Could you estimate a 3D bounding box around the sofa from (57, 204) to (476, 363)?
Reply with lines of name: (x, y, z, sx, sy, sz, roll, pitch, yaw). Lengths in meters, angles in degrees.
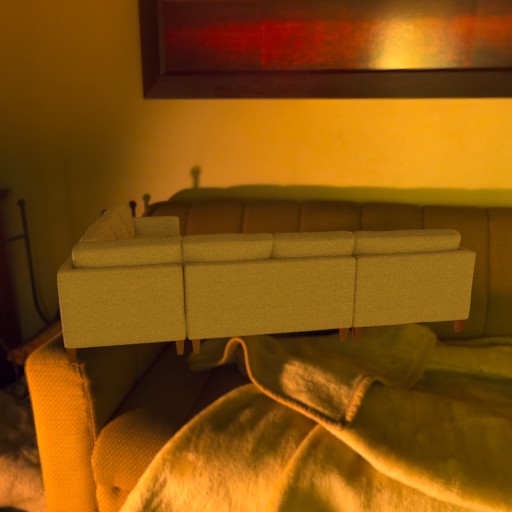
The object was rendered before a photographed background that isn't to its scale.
sofa: (0.000, 0.000, 4.796, 3.460, 0.961, 2.594, -3, 14, -10)
